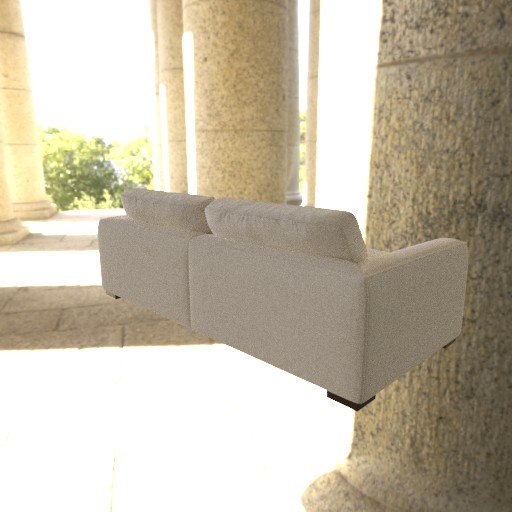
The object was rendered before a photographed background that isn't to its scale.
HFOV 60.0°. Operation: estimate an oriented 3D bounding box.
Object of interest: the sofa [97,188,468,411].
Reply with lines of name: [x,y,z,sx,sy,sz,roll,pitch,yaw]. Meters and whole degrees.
sofa: [0.000,0.000,2.827,1.070,0.801,2.262,-12,18,-43]
